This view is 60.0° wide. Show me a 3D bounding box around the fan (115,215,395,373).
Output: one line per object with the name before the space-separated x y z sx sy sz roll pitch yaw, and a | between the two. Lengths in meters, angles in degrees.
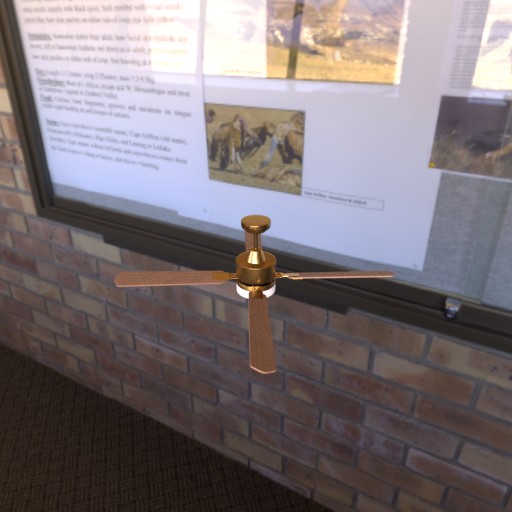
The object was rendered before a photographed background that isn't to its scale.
fan | 0.000 0.000 2.044 1.320 0.355 1.320 -1 27 -2
